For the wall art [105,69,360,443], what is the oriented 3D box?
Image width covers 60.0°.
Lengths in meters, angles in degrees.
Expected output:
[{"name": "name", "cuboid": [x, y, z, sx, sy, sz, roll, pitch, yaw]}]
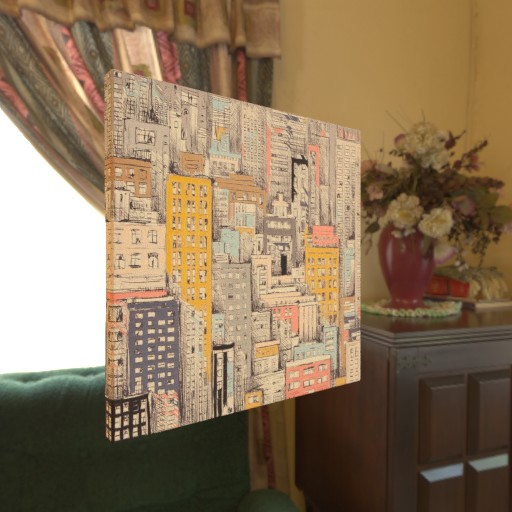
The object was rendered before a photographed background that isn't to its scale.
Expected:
[{"name": "wall art", "cuboid": [0.000, 0.000, 0.910, 0.607, 0.608, 0.038, 0, 0, -37]}]
